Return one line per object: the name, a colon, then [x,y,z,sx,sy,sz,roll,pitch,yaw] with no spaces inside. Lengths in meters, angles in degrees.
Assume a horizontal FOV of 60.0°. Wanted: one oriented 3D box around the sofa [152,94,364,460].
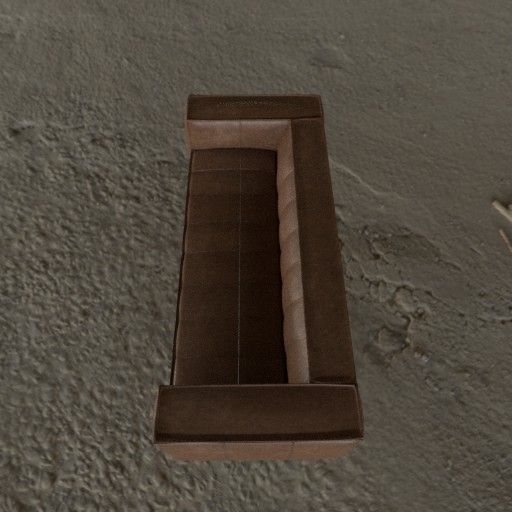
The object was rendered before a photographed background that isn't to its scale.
sofa: [0.000,0.000,3.093,1.102,0.701,2.581,0,59,0]
